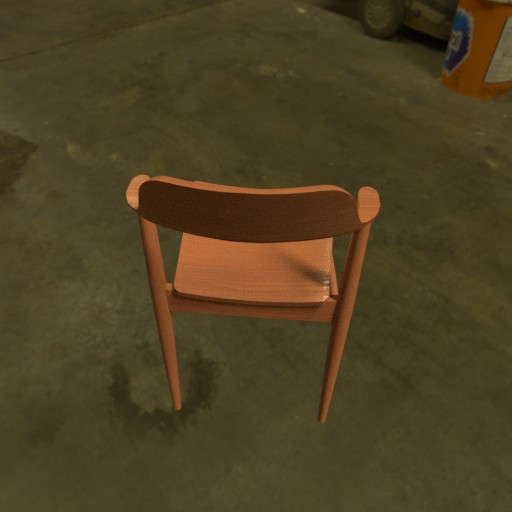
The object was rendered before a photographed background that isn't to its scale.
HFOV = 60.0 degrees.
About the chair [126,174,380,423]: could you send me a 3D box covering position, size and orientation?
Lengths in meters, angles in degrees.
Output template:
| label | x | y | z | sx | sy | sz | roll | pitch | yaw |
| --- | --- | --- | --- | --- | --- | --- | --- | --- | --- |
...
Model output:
| label | x | y | z | sx | sy | sz | roll | pitch | yaw |
| --- | --- | --- | --- | --- | --- | --- | --- | --- | --- |
| chair | 0.000 | 0.000 | 1.137 | 0.496 | 0.801 | 0.499 | 4 | 47 | 3 |
